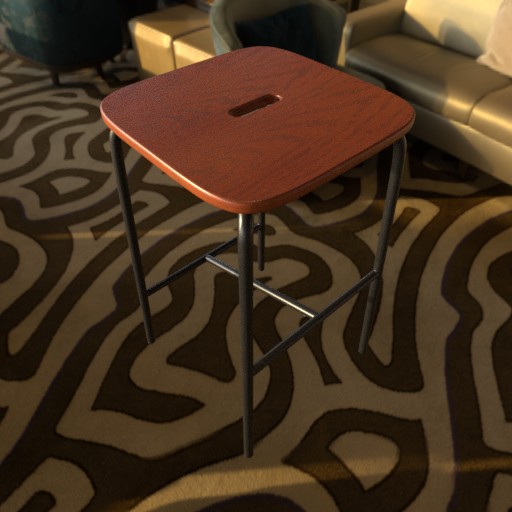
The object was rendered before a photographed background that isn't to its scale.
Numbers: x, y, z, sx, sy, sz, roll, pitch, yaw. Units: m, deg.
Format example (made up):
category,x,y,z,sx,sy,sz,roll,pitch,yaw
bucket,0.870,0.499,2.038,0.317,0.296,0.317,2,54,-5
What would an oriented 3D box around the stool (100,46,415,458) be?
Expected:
category,x,y,z,sx,sy,sz,roll,pitch,yaw
stool,0.000,0.000,0.846,0.376,0.610,0.376,-32,53,-28
